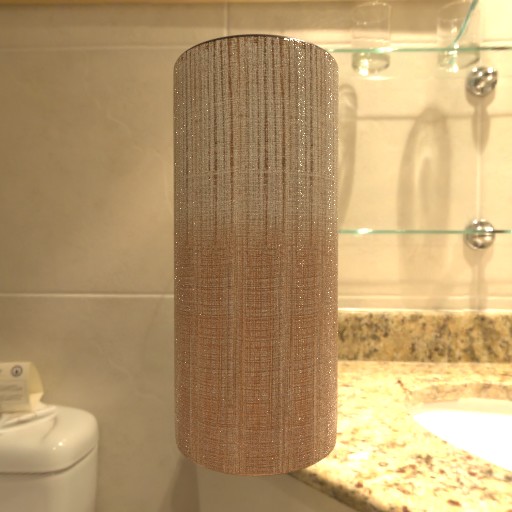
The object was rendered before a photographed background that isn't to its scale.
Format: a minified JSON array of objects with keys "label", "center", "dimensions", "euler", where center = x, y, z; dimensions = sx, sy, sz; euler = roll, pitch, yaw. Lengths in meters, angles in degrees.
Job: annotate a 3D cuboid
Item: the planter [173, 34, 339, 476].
[{"label":"planter","center":[0.000,0.000,0.275],"dimensions":[0.100,0.227,0.100],"euler":[-1,1,-35]}]
